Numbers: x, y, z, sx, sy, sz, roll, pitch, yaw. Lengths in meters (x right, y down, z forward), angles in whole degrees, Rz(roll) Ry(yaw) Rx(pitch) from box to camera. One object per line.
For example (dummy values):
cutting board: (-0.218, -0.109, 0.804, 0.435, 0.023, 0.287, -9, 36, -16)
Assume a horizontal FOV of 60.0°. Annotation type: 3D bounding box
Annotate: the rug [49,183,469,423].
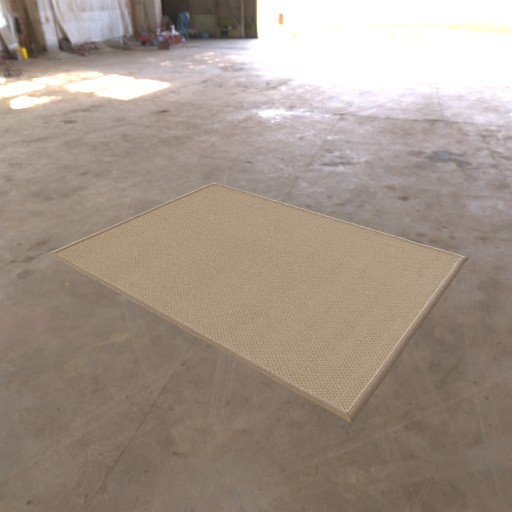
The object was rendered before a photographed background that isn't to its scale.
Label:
rug: (0.000, 0.000, 2.707, 2.081, 0.020, 1.525, 21, 36, 32)
